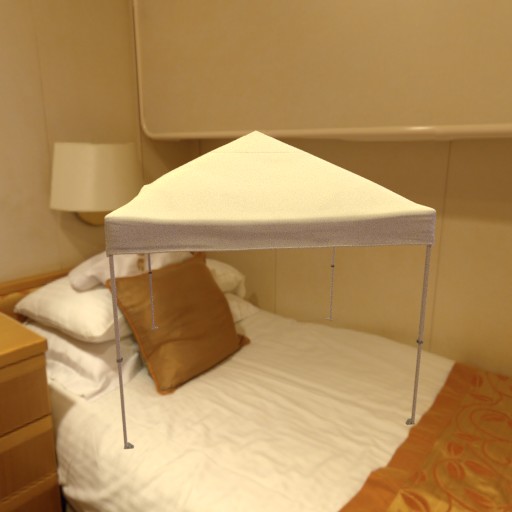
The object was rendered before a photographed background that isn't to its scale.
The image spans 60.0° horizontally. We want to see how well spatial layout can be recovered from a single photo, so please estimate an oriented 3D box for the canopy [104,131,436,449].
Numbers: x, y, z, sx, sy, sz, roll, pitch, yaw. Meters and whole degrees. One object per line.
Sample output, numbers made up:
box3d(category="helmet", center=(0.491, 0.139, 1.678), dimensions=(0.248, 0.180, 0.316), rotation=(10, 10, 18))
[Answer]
box3d(category="canopy", center=(0.000, 0.000, 5.510), dimensions=(2.998, 2.997, 2.996), rotation=(-2, 14, -7))
